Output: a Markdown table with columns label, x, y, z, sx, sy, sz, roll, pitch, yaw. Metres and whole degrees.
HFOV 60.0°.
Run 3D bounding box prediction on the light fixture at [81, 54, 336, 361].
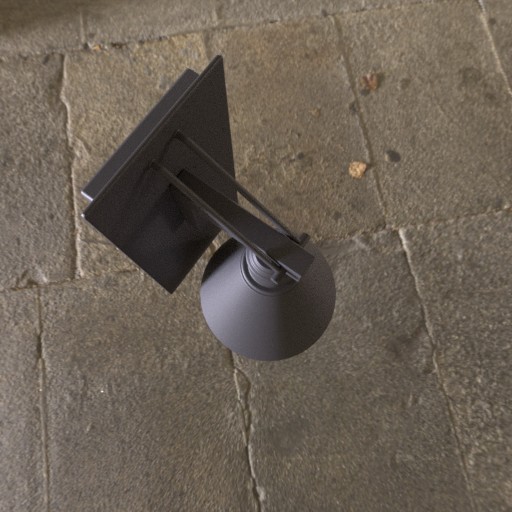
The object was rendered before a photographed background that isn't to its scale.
| label | x | y | z | sx | sy | sz | roll | pitch | yaw |
| --- | --- | --- | --- | --- | --- | --- | --- | --- | --- |
| light fixture | 0.000 | 0.000 | 0.425 | 0.207 | 0.298 | 0.170 | 35 | 78 | 8 |
